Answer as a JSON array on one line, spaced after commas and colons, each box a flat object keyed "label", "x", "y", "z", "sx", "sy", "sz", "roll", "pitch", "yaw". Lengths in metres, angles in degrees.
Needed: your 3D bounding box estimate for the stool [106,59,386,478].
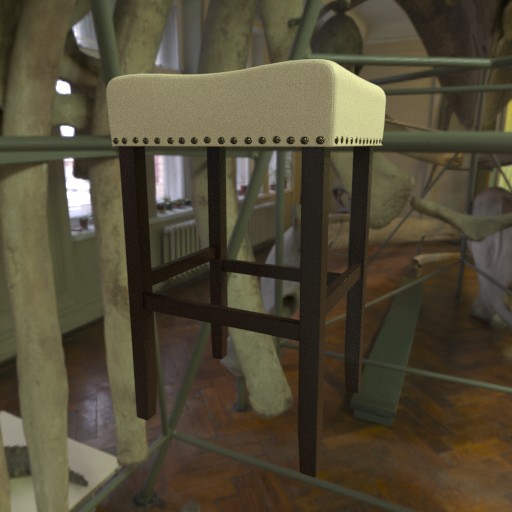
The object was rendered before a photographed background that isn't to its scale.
[{"label": "stool", "x": 0.000, "y": 0.000, "z": 1.023, "sx": 0.471, "sy": 0.762, "sz": 0.401, "roll": 7, "pitch": 16, "yaw": 26}]
